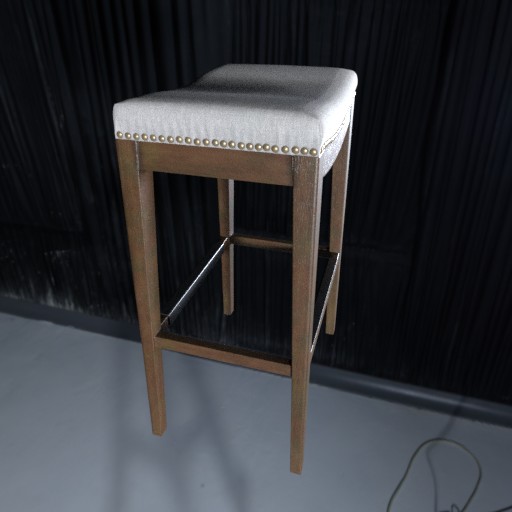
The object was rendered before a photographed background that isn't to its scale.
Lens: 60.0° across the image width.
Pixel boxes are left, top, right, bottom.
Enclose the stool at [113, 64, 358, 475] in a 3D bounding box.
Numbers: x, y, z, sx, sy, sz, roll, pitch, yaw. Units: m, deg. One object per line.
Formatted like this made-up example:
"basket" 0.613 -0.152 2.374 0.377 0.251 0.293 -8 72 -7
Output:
"stool" 0.000 0.000 1.019 0.356 0.762 0.508 9 32 14
